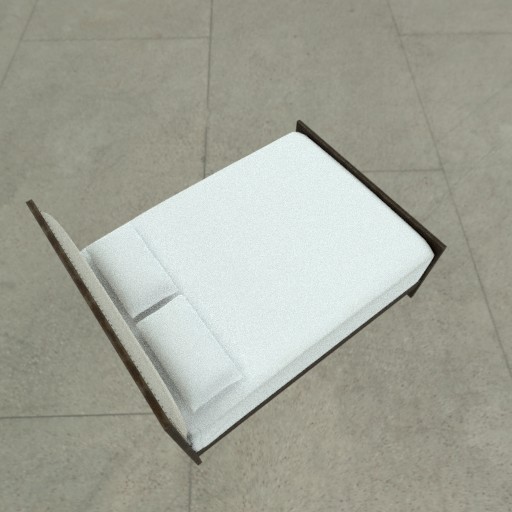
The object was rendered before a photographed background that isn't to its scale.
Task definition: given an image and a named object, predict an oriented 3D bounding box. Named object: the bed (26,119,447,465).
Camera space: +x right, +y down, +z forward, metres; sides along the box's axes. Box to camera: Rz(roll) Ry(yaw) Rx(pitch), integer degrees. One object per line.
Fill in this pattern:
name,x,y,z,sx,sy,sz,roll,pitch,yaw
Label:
bed,0.000,0.000,3.206,2.221,1.313,1.607,-33,64,-18
